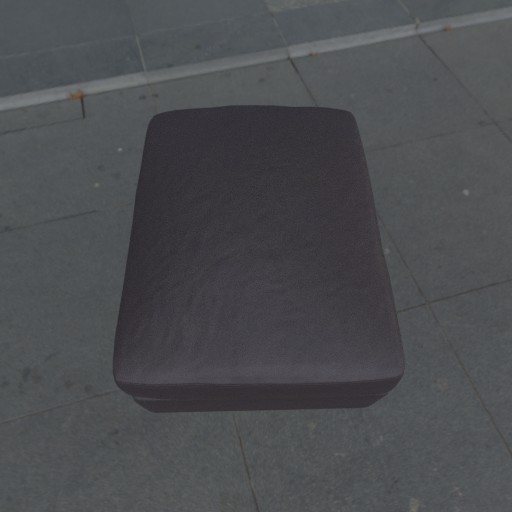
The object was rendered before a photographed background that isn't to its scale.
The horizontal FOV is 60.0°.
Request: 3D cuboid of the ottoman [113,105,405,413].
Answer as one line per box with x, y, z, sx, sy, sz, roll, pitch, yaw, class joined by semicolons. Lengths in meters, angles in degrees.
0.000;0.000;1.319;0.659;0.529;0.887;-1;58;-1;ottoman
